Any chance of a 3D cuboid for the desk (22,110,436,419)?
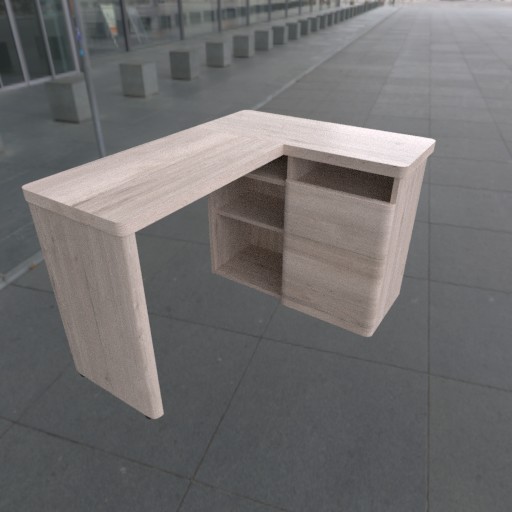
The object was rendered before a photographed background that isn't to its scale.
[{"bbox_3d":[0.000,0.000,1.699,0.900,0.760,1.169,19,36,28],"label":"desk"}]
